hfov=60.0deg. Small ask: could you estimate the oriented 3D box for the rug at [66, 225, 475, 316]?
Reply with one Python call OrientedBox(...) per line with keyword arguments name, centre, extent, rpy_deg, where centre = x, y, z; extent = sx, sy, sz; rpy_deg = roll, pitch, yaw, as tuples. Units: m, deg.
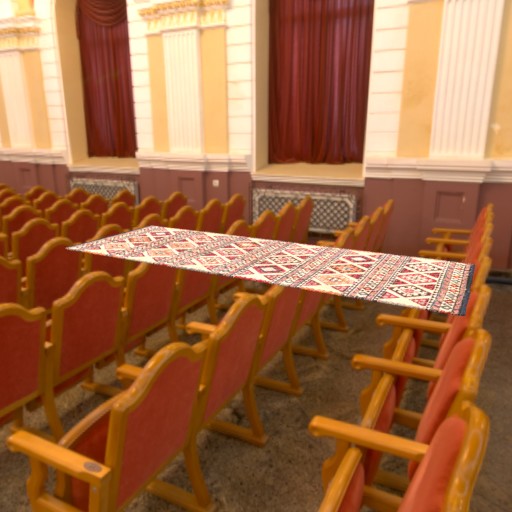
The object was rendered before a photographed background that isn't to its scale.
OrientedBox(name="rug", centre=(0.000, 0.000, 2.679), extent=(2.362, 0.008, 0.832), rpy_deg=(8, 17, 27))
